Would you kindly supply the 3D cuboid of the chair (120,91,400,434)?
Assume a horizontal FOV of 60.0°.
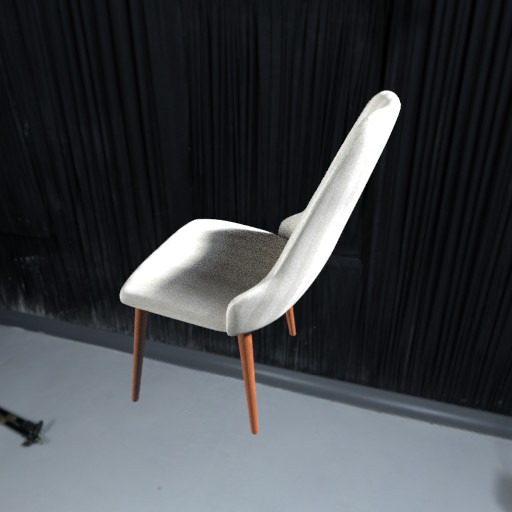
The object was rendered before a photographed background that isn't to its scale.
[{"bbox_3d":[0.000,0.000,1.309,0.684,0.917,0.526,9,30,16],"label":"chair"}]
